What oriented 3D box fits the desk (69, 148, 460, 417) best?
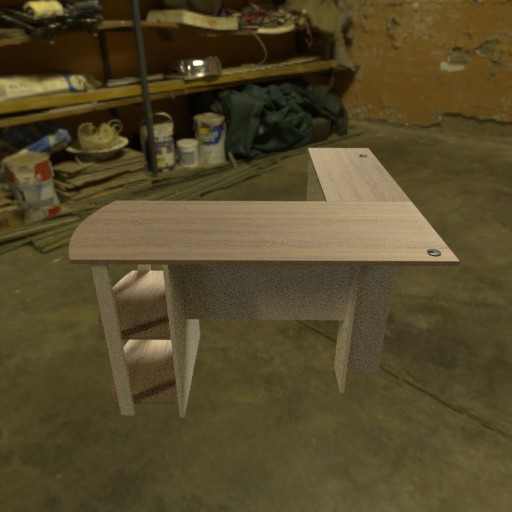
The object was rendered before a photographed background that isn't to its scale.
[{"bbox_3d":[0.000,0.000,2.173,1.303,0.716,1.361,0,28,1],"label":"desk"}]
